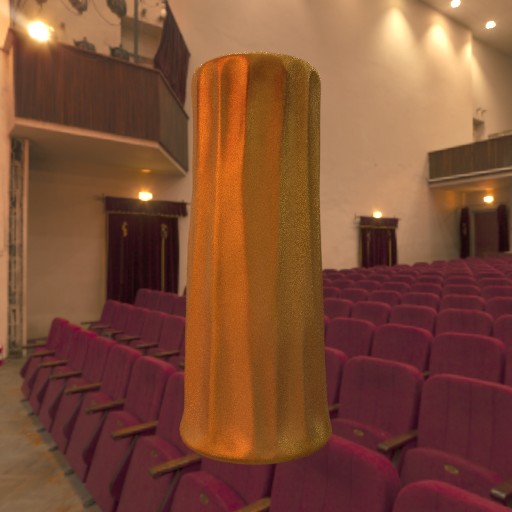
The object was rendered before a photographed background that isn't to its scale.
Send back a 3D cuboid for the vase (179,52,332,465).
[{"bbox_3d":[0.000,0.000,0.180,0.061,0.143,0.061,0,0,0],"label":"vase"}]
